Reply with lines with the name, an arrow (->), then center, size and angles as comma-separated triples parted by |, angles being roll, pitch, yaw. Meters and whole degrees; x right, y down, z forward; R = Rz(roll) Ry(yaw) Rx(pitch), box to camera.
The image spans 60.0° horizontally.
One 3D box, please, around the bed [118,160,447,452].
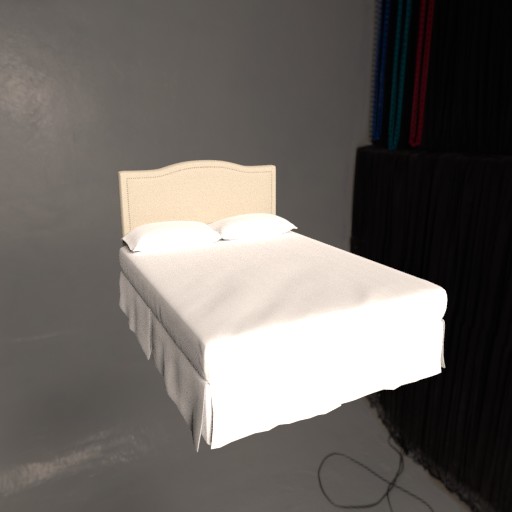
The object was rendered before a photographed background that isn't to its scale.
bed -> 0.000, 0.000, 3.716 | 1.977, 1.437, 2.477 | -8, 18, -26
